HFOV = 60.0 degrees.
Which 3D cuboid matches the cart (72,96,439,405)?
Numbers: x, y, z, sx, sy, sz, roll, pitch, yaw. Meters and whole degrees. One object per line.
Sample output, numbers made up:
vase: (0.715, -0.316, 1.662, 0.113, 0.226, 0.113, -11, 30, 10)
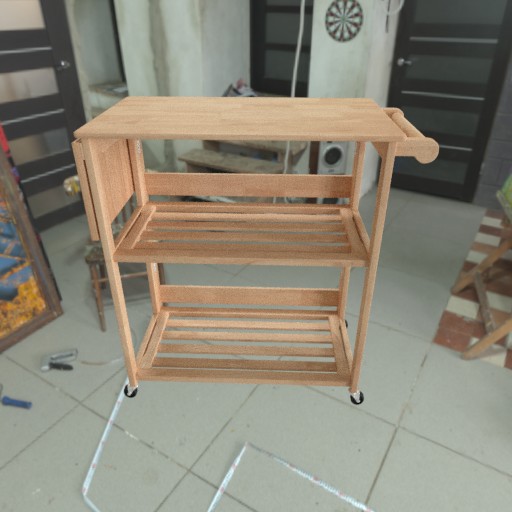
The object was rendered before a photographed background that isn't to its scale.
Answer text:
cart: (0.000, 0.000, 1.396, 0.853, 0.879, 0.432, 1, 30, 2)
